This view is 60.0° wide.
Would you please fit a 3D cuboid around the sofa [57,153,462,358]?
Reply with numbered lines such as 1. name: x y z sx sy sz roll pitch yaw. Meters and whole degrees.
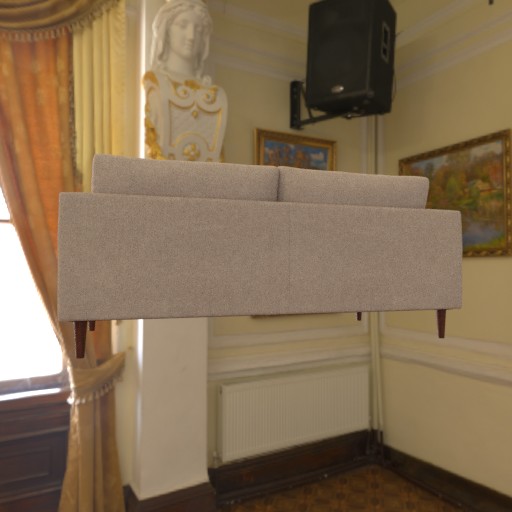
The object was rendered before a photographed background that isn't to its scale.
1. sofa: 0.000 0.000 2.485 1.948 0.868 1.020 1 -2 -17
